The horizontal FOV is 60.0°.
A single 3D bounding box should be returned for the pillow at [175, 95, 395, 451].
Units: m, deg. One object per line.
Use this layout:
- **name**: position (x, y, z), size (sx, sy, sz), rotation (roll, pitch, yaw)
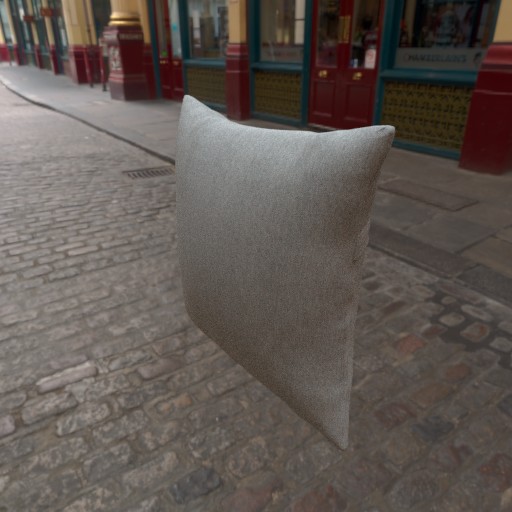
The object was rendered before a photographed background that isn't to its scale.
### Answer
- **pillow**: position (0.000, 0.000, 0.680), size (0.173, 0.436, 0.433), rotation (-17, 30, -33)
